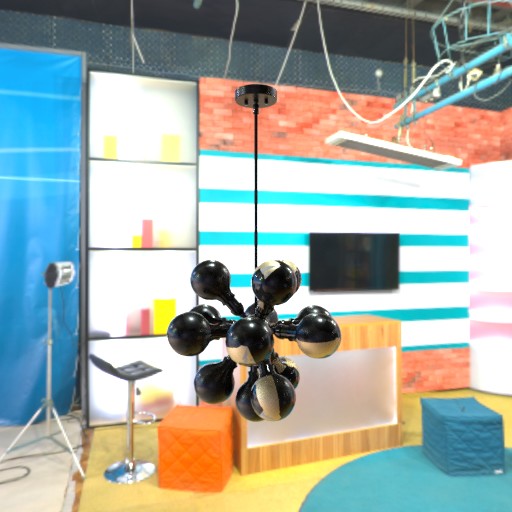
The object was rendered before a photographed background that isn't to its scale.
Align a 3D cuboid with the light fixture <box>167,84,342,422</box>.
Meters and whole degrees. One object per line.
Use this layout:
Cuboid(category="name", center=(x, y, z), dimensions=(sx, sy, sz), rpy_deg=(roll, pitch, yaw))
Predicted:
Cuboid(category="light fixture", center=(0.000, 0.000, 1.159), dimensions=(0.468, 0.859, 0.420), rpy_deg=(0, 0, 34))
